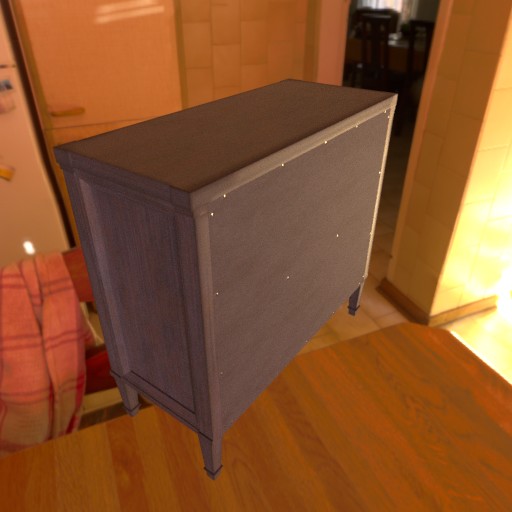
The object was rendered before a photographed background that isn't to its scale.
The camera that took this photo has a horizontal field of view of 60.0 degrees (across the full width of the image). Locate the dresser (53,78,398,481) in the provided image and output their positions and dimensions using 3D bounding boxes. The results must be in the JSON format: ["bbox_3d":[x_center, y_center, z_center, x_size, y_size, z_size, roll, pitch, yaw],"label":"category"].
[{"bbox_3d":[0.000,0.000,1.575,0.463,0.986,1.049,22,38,30],"label":"dresser"}]
